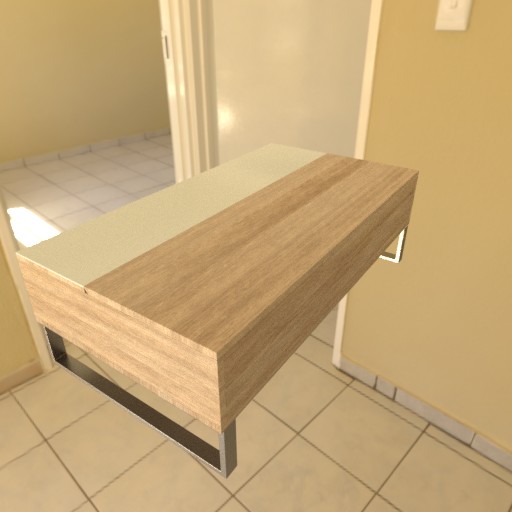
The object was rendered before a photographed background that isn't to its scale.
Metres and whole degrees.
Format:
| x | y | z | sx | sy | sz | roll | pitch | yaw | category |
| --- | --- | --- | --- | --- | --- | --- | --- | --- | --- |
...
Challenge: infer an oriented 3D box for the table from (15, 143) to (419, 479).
| x | y | z | sx | sy | sz | roll | pitch | yaw | category |
| --- | --- | --- | --- | --- | --- | --- | --- | --- | --- |
| 0.000 | 0.000 | 1.360 | 0.600 | 0.350 | 1.100 | 19 | 35 | 29 | table |
